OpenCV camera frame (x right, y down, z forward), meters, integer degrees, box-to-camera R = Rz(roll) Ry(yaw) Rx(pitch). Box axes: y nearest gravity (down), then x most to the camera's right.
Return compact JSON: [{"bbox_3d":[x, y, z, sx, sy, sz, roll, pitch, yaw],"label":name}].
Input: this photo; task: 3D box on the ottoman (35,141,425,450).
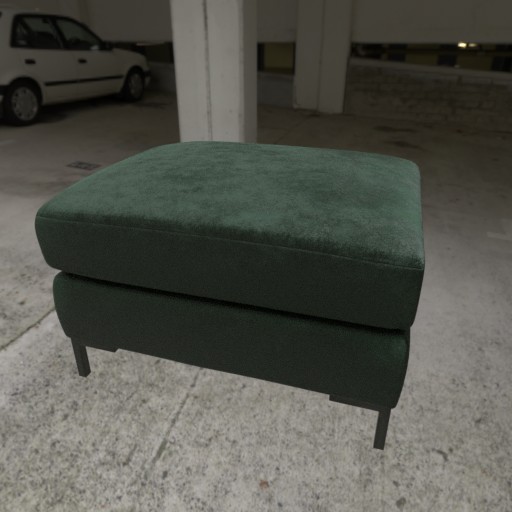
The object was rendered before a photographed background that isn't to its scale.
[{"bbox_3d":[0.000,0.000,1.251,0.839,0.538,0.701,8,28,16],"label":"ottoman"}]
